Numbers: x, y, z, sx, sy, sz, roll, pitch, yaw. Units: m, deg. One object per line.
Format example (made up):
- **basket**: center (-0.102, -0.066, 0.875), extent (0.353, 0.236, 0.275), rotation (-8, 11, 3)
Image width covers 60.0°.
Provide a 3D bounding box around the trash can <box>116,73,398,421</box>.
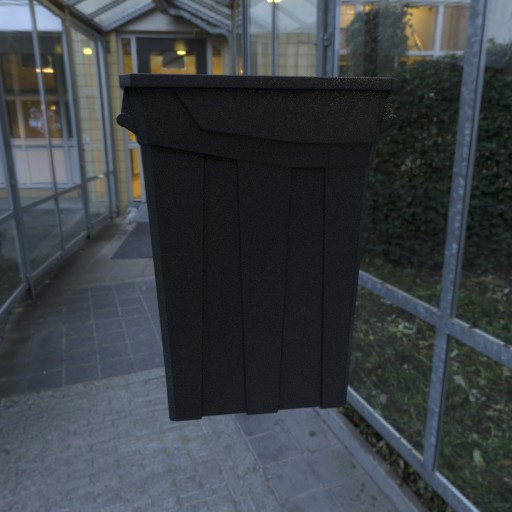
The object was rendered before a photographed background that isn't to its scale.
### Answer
- **trash can**: center (0.000, 0.000, 1.045), extent (0.559, 0.762, 0.281), rotation (-2, 16, -8)
